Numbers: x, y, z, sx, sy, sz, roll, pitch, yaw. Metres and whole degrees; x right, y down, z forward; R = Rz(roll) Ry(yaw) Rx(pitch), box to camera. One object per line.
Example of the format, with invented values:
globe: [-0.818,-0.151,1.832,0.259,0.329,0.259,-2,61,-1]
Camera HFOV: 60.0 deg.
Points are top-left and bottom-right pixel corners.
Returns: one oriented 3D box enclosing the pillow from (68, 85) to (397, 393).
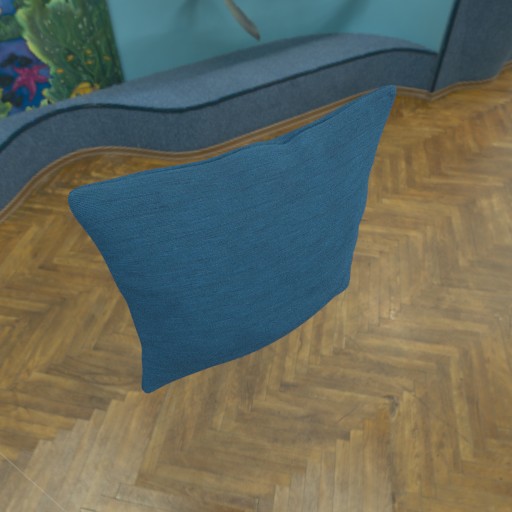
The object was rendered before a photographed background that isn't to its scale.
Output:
pillow: [0.000,0.000,0.658,0.437,0.420,0.177,-24,51,-22]
